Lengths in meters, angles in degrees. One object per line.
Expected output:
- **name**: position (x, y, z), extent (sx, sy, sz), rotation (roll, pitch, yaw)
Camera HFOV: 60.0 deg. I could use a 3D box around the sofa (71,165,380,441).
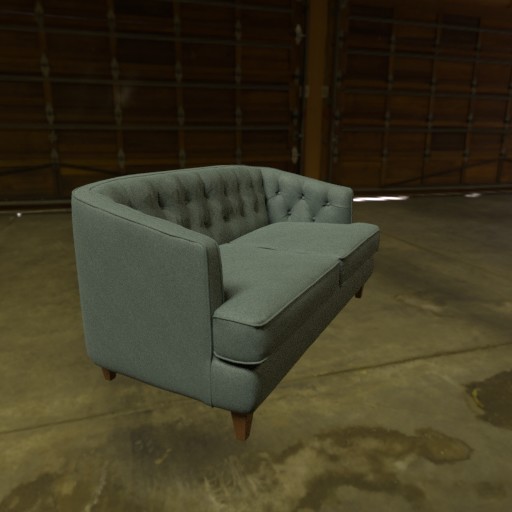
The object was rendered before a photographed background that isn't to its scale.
- **sofa**: position (0.000, 0.000, 2.280), extent (0.941, 0.855, 1.733), rotation (8, 17, 26)
